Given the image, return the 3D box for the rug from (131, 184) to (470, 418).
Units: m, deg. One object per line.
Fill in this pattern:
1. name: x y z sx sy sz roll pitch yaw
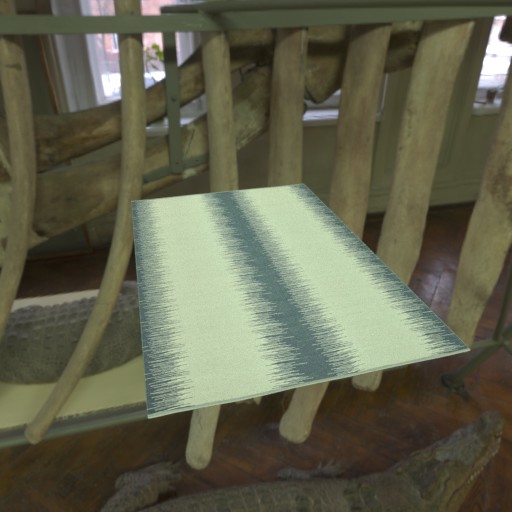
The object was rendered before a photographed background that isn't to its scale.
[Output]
1. rug: 0.000 0.000 2.352 1.234 0.006 1.854 -8 31 -13
